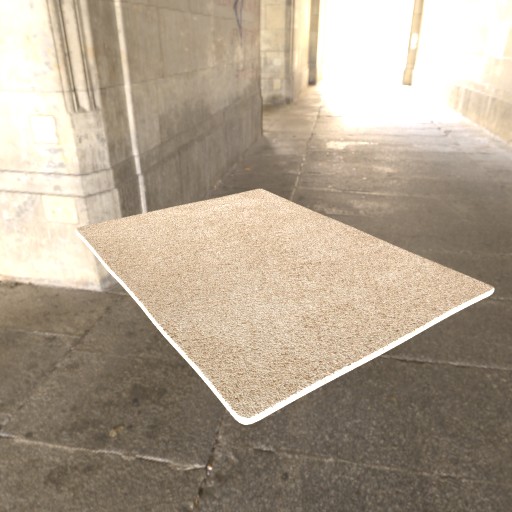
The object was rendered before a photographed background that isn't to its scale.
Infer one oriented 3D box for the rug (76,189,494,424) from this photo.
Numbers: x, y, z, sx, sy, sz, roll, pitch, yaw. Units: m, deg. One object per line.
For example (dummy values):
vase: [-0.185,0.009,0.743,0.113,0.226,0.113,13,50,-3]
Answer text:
rug: [0.000,0.000,2.035,1.199,0.025,1.600,-17,31,-31]
